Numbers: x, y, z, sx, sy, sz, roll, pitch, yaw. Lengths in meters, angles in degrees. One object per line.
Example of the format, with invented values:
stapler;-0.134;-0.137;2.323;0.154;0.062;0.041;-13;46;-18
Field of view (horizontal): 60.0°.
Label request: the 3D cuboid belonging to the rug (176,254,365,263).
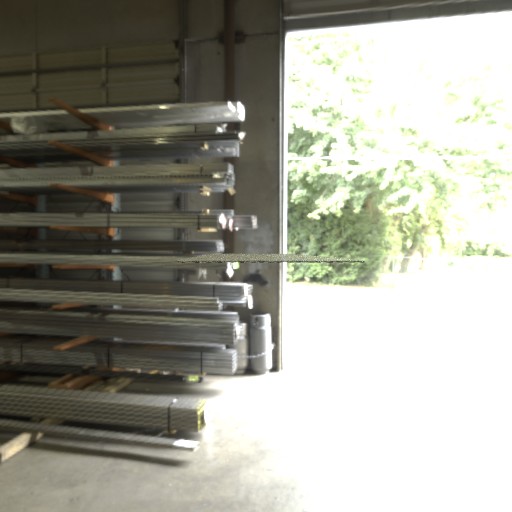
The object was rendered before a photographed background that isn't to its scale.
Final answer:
rug;0.000;0.000;2.549;0.620;0.008;2.372;0;1;-3
